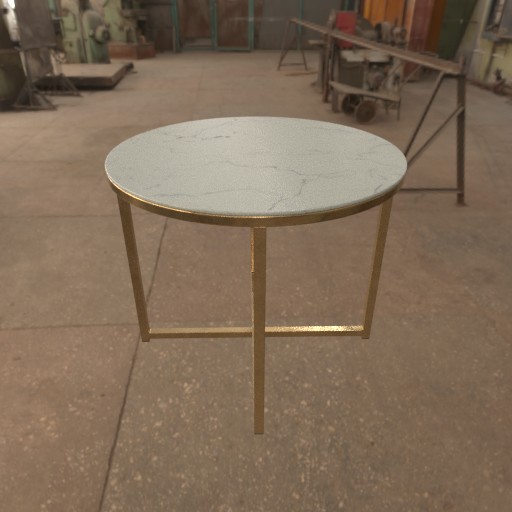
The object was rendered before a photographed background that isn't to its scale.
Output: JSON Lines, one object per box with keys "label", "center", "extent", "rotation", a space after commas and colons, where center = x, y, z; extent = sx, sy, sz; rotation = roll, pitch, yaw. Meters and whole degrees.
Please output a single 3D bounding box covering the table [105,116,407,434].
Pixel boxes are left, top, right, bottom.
{"label": "table", "center": [0.000, 0.000, 0.870], "extent": [0.500, 0.420, 0.500], "rotation": [0, 31, 0]}
